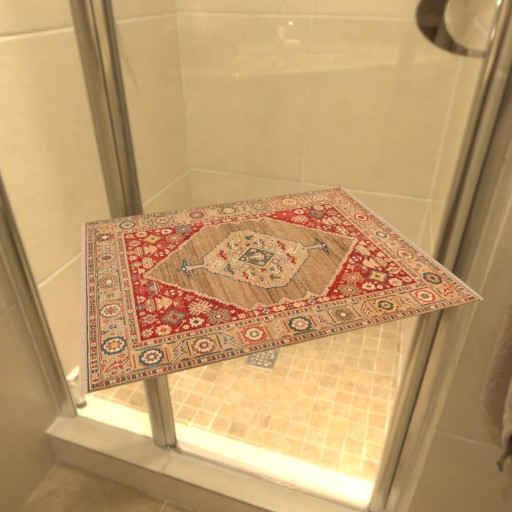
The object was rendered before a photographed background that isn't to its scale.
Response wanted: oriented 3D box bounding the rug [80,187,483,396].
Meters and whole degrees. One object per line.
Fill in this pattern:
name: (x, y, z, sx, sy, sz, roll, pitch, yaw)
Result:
rug: (0.000, 0.000, 4.184, 3.143, 0.008, 2.451, -10, 33, -16)
